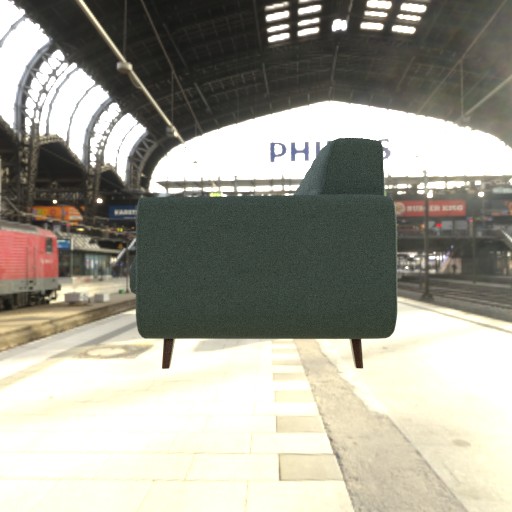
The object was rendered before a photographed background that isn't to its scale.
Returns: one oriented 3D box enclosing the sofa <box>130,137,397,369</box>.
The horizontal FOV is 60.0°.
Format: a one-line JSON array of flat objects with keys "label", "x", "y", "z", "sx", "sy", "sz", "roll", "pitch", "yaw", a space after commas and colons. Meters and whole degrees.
[{"label": "sofa", "x": 0.000, "y": 0.000, "z": 2.448, "sx": 0.909, "sy": 0.841, "sz": 2.029, "roll": 0, "pitch": -1, "yaw": 0}]
